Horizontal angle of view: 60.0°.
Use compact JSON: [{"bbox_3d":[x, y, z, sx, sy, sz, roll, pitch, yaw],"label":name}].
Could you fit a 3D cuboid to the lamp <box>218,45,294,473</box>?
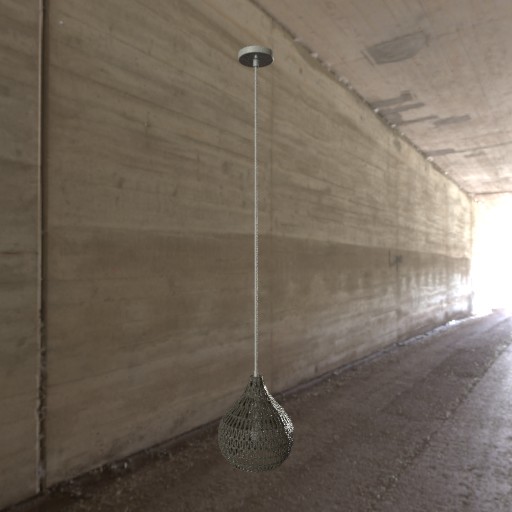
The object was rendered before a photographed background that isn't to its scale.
[{"bbox_3d":[0.000,0.000,2.093,0.355,1.919,0.355,0,-1,-1],"label":"lamp"}]
